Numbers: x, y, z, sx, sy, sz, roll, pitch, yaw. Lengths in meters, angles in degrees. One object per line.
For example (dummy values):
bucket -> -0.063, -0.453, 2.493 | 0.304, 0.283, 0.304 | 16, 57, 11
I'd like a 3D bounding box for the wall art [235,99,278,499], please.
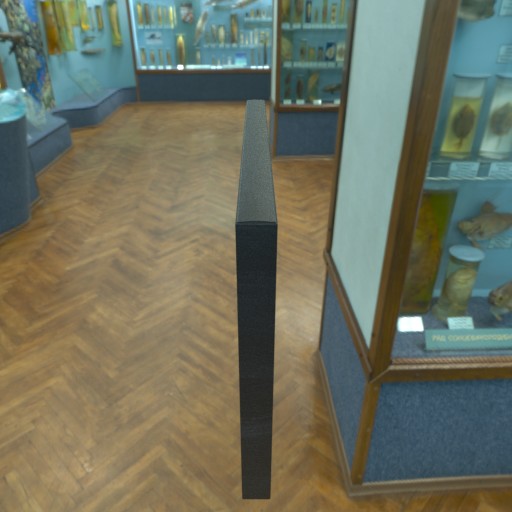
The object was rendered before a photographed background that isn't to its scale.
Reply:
wall art -> 0.000, 0.000, 0.759 | 0.038, 0.409, 0.610 | 0, 29, 0
